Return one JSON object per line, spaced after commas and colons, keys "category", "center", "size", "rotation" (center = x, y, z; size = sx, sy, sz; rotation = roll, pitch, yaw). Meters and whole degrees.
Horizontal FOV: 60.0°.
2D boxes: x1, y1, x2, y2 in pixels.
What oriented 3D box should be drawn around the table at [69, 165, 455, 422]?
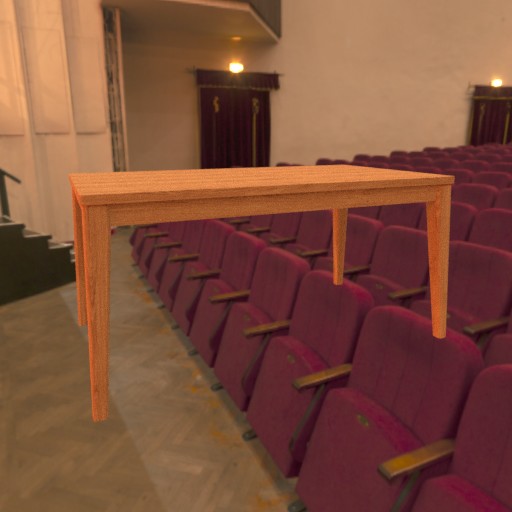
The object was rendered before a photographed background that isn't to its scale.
{"category": "table", "center": [0.000, 0.000, 2.103], "size": [1.600, 0.760, 0.900], "rotation": [-7, 17, -23]}
